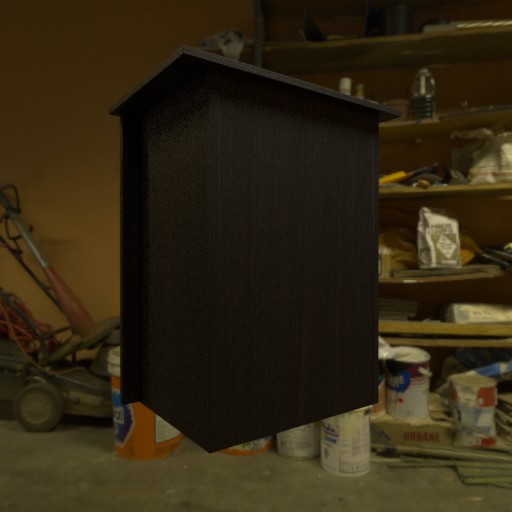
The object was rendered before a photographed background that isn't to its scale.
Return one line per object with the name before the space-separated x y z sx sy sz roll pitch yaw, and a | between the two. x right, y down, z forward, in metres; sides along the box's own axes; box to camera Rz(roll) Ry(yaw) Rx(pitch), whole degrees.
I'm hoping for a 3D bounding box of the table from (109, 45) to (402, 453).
table | 0.000 0.000 1.083 0.591 0.711 0.406 0 0 -36
